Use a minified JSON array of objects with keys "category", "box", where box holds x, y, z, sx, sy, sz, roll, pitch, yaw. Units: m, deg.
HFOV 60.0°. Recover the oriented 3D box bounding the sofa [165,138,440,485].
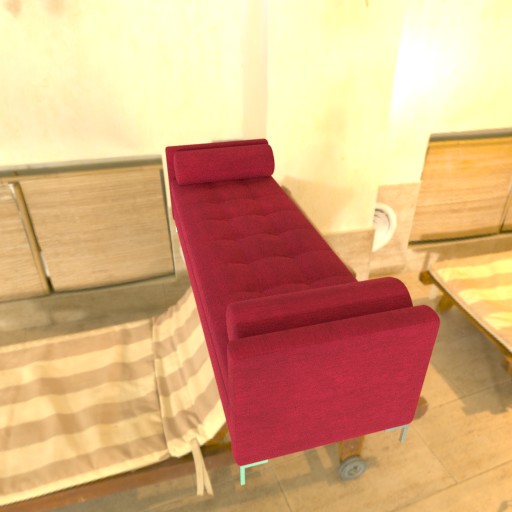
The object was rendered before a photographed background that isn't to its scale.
[{"category":"sofa","box":[0.000,0.000,2.286,0.686,0.635,1.981,-8,33,-13]}]
